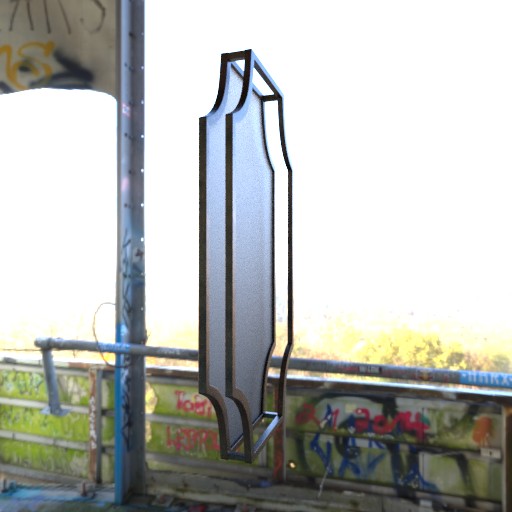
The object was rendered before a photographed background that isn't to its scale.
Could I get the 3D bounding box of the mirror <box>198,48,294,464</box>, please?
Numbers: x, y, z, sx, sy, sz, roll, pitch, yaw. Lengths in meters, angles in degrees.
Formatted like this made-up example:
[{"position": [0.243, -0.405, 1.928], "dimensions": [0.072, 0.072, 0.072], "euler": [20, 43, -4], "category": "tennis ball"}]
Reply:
[{"position": [0.000, 0.000, 0.997], "dimensions": [0.066, 0.811, 0.462], "euler": [0, 0, 18], "category": "mirror"}]
